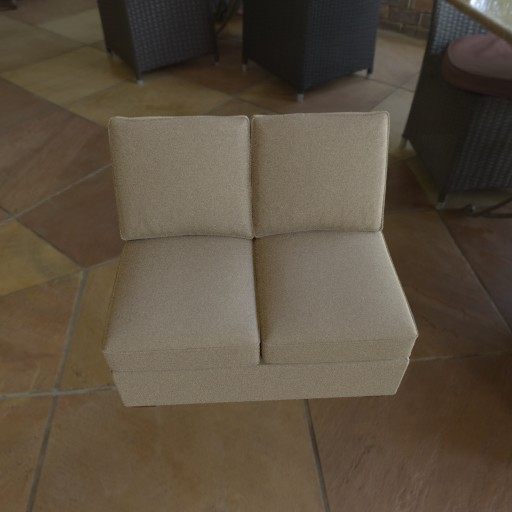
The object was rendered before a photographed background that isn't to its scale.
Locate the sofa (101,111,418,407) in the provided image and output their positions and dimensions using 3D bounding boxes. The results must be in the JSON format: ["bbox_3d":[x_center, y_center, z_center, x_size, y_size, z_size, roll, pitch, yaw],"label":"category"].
[{"bbox_3d":[0.000,0.000,1.978,1.237,1.008,0.951,-2,44,-2],"label":"sofa"}]
